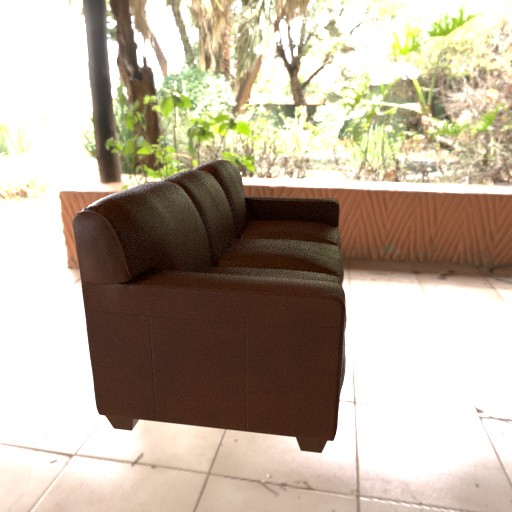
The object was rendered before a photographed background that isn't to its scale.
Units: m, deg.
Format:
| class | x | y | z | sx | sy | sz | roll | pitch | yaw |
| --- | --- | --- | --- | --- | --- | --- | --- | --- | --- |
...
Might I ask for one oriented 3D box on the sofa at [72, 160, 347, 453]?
| class | x | y | z | sx | sy | sz | roll | pitch | yaw |
| --- | --- | --- | --- | --- | --- | --- | --- | --- | --- |
| sofa | 0.000 | 0.000 | 2.522 | 1.008 | 0.953 | 2.039 | 3 | 17 | 9 |
